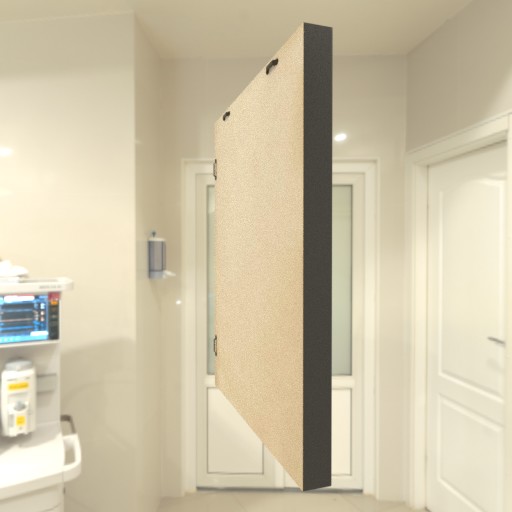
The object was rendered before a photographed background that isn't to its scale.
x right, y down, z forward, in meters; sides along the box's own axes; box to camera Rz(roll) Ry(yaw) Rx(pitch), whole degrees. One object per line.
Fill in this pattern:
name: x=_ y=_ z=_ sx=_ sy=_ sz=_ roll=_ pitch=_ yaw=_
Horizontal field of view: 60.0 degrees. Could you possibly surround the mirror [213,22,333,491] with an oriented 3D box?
mirror: x=0.000 y=0.000 z=0.675 sx=0.041 sy=0.508 sz=0.405 roll=0 pitch=1 yaw=-19
